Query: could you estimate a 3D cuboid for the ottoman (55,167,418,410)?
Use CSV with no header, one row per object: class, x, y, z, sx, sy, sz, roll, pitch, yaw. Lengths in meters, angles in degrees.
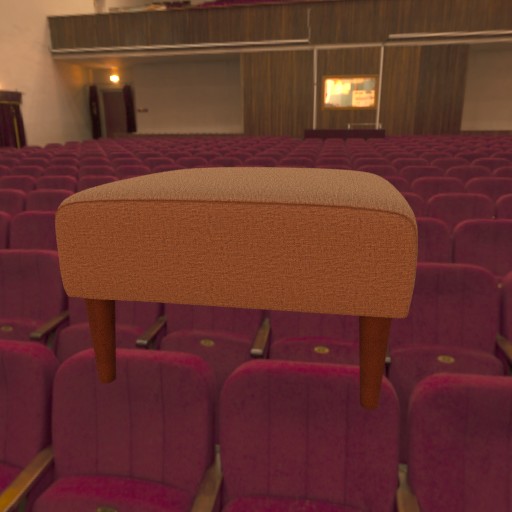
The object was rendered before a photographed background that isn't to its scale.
ottoman,0.000,0.000,1.069,0.649,0.398,0.650,3,15,10
